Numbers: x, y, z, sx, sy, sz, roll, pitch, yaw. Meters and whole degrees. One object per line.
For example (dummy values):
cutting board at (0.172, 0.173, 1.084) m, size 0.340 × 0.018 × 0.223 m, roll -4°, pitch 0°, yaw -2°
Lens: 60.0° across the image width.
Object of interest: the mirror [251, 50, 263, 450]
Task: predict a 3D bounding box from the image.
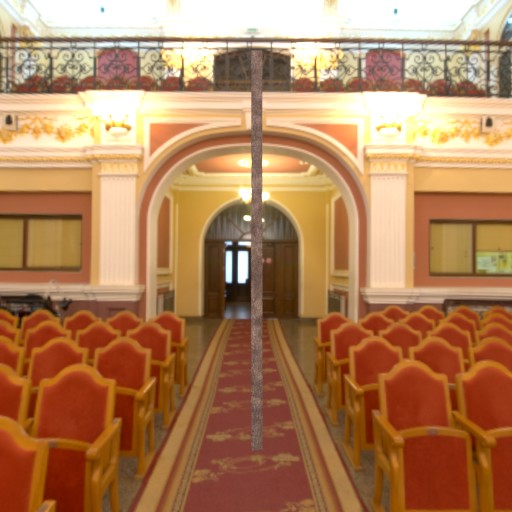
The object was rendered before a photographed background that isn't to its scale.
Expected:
mirror at (0.000, 0.000, 1.431) m, size 0.022 × 0.795 × 1.101 m, roll 0°, pitch -2°, yaw 0°
